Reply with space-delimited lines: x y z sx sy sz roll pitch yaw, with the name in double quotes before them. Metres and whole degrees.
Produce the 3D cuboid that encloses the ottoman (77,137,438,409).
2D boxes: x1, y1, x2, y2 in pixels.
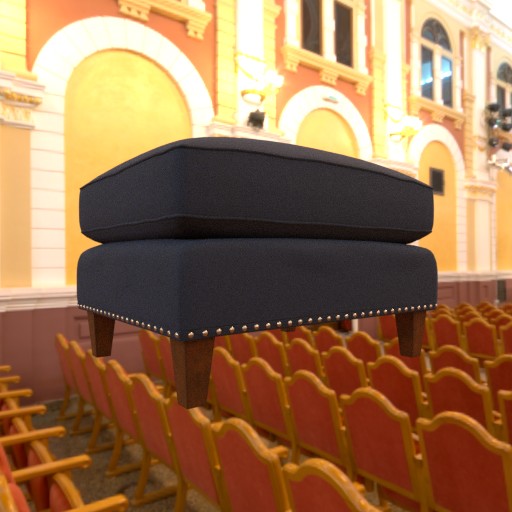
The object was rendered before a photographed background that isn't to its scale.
"ottoman" 0.000 0.000 1.141 0.741 0.513 0.584 0 0 -37
